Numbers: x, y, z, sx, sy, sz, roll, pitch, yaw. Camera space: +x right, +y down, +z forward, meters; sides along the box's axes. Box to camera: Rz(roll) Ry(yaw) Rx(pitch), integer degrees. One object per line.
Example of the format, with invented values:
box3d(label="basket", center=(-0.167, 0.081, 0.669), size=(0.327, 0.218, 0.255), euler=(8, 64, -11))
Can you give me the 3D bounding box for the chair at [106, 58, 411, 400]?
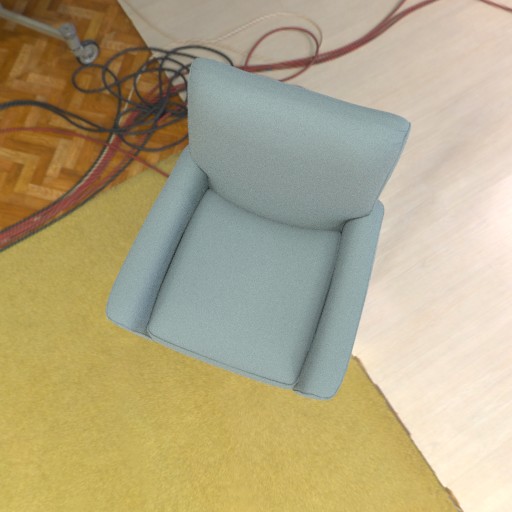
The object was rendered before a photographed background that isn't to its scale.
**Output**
box3d(label="chair", center=(0.000, 0.000, 1.651), size=(0.853, 1.007, 0.846), euler=(19, 75, 5))
